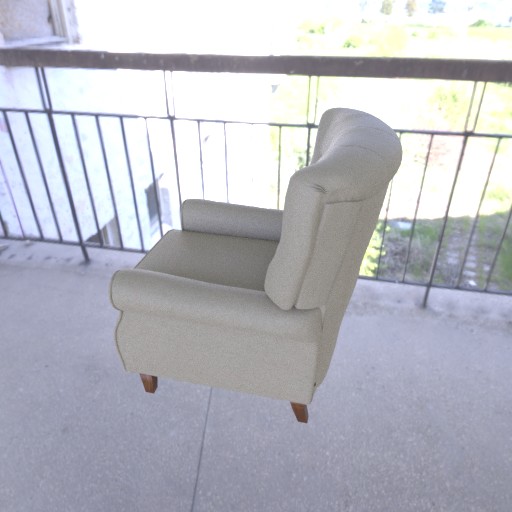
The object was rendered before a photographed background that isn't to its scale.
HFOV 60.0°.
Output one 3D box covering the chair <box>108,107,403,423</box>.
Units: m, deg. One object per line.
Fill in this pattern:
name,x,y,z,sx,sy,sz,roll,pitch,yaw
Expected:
chair,0.000,0.000,1.912,1.059,1.158,0.943,7,31,12
